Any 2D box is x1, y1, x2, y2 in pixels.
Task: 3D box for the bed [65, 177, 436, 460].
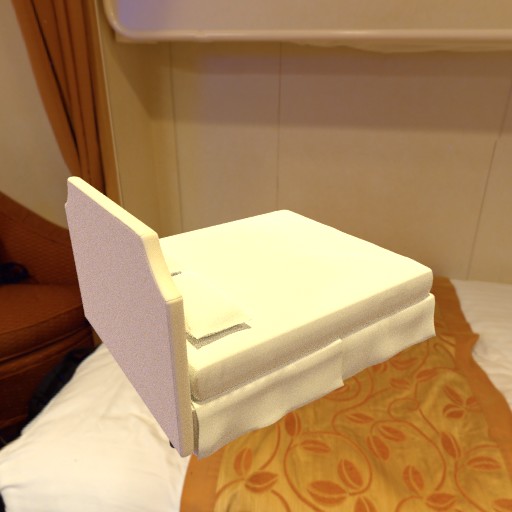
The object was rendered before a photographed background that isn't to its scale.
[{"bbox_3d":[0.000,0.000,4.194,2.773,1.590,2.350,-16,29,-32],"label":"bed"}]
